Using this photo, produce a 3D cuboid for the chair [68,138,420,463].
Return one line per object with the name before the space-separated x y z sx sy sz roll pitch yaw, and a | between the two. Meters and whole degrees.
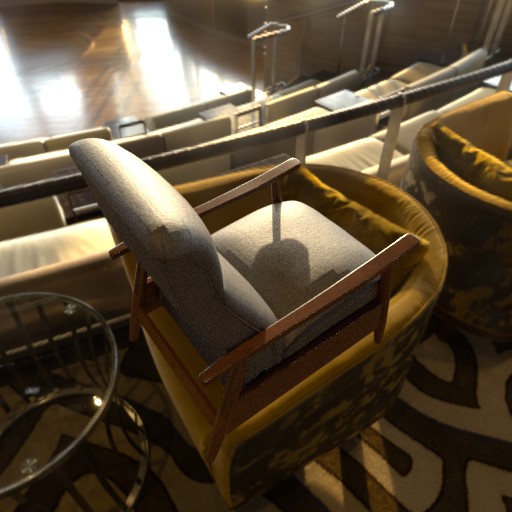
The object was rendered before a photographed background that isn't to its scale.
chair | 0.000 0.000 1.752 1.014 1.081 0.762 -26 49 -26
